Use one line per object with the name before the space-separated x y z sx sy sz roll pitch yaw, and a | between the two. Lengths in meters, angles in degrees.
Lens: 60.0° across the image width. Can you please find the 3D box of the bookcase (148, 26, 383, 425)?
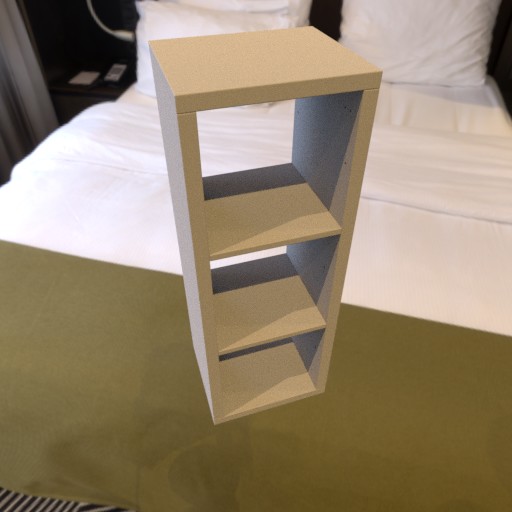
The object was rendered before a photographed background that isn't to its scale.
bookcase | 0.000 0.000 1.250 0.390 1.080 0.330 -12 42 -13
